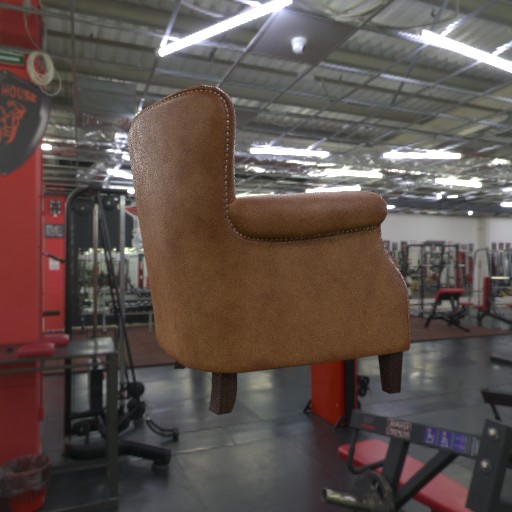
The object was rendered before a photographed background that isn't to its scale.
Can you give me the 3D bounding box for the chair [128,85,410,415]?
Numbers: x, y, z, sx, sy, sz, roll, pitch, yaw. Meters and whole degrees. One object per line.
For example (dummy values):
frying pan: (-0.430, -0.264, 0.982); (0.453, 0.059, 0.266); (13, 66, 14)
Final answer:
chair: (0.000, 0.000, 1.659); (0.921, 0.936, 0.861); (0, -1, -20)
